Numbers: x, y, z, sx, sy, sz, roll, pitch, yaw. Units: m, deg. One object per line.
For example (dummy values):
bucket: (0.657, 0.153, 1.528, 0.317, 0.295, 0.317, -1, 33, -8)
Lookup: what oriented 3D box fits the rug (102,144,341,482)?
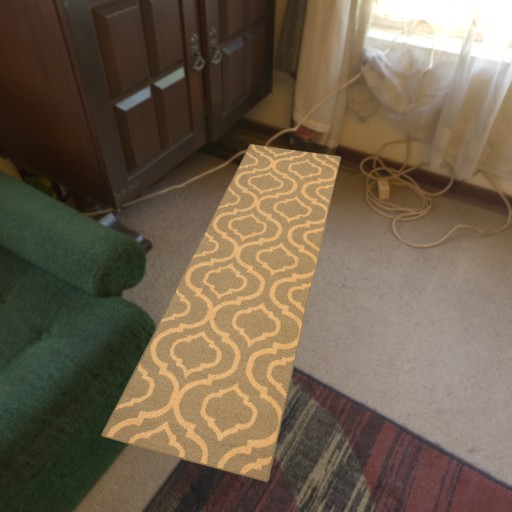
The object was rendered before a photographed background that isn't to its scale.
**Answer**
rug: (0.000, 0.000, 2.475, 0.684, 0.009, 2.275, 10, 46, 10)
